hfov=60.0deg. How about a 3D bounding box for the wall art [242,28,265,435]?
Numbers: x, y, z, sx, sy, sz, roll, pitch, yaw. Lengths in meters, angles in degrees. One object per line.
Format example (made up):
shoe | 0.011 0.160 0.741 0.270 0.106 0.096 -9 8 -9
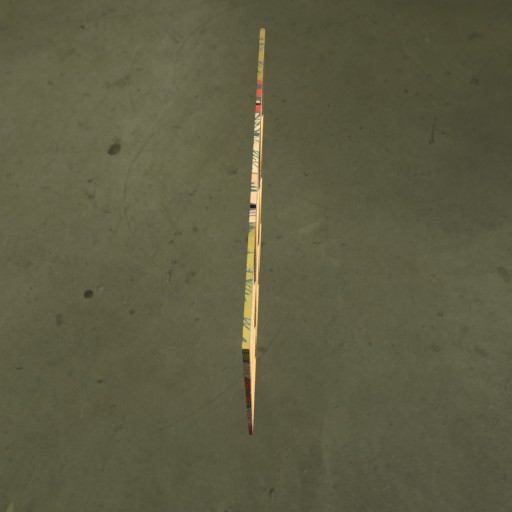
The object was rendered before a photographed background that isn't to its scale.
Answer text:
wall art | 0.000 0.000 1.375 0.013 0.913 0.904 2 60 1
